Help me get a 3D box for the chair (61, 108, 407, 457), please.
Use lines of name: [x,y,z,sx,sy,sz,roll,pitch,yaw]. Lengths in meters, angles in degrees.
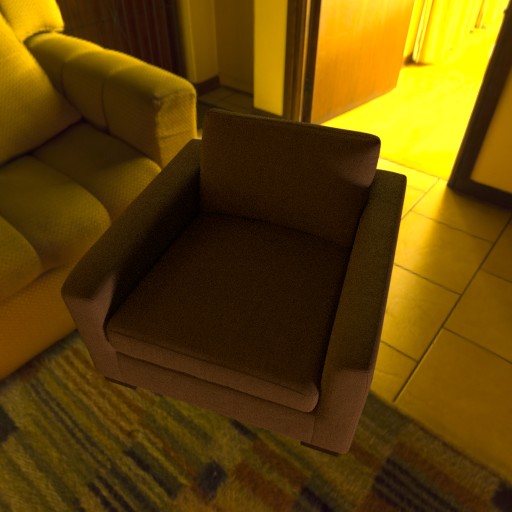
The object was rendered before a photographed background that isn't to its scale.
chair: [0.000,0.000,1.843,1.070,0.847,1.100,13,44,14]
